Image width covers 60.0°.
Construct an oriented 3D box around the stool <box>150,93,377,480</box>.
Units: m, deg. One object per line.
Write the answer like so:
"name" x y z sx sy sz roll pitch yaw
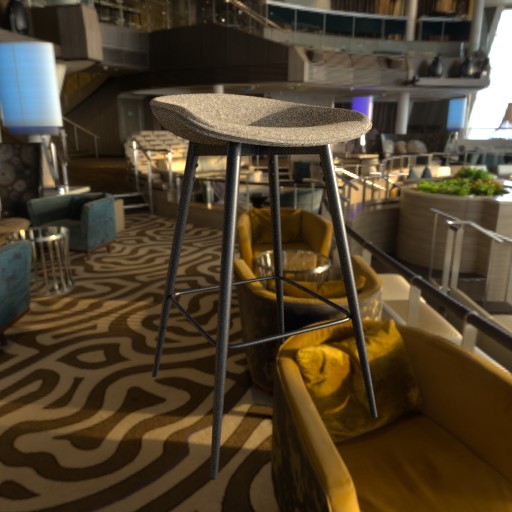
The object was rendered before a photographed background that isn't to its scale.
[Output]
"stool" 0.000 0.000 1.143 0.469 0.814 0.480 -8 18 -27
